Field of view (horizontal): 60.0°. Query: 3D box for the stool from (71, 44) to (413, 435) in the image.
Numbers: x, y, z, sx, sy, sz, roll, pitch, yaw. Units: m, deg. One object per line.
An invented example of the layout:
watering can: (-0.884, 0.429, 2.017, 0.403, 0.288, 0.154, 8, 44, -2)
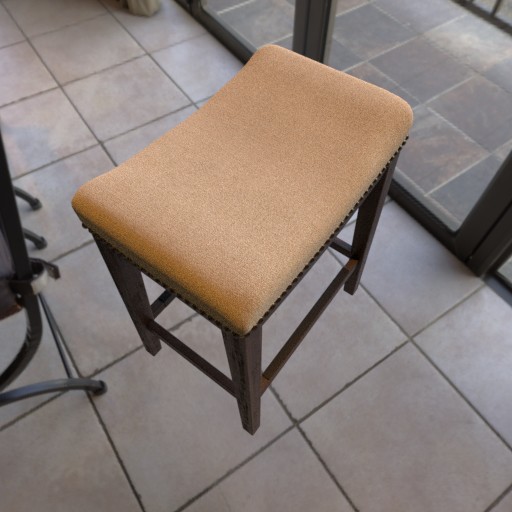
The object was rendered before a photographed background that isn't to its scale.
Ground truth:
stool: (0.000, 0.000, 0.966, 0.363, 0.669, 0.509, 33, 64, 19)
